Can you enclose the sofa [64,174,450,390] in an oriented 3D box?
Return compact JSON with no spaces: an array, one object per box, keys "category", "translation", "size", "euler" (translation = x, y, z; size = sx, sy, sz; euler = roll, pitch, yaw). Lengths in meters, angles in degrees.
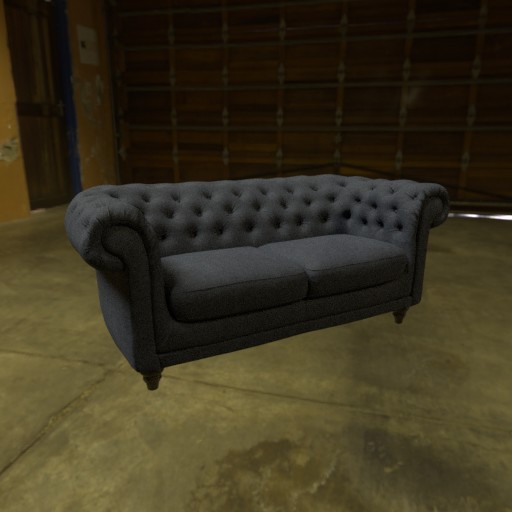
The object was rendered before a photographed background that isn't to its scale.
[{"category":"sofa","translation":[0.000,0.000,2.538],"size":[1.988,0.833,1.082],"euler":[-8,17,-28]}]
